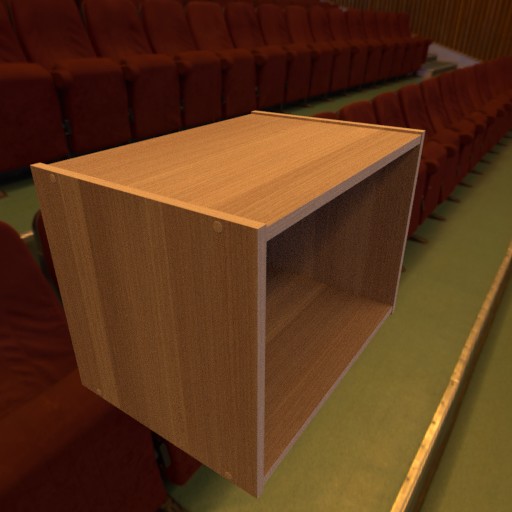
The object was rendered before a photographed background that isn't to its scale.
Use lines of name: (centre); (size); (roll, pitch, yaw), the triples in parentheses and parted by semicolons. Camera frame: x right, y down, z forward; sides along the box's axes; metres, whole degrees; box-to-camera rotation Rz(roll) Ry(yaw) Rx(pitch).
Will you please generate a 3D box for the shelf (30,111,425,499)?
shelf: (0.000, 0.000, 0.613); (0.290, 0.305, 0.415); (18, 32, 30)
